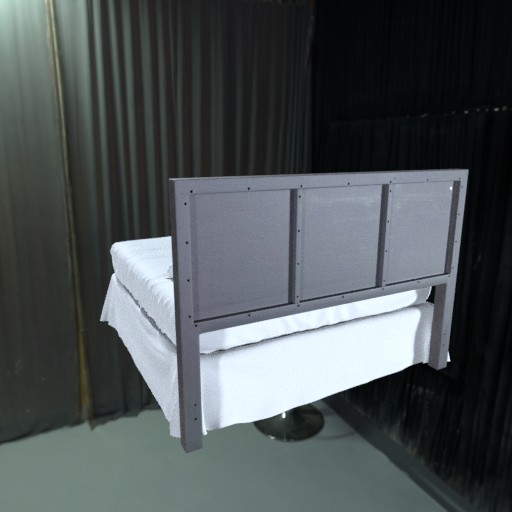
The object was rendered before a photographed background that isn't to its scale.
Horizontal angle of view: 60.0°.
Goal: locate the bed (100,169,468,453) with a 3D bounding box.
[{"bbox_3d":[0.000,0.000,2.869,1.772,1.142,1.785,-7,16,-27],"label":"bed"}]
